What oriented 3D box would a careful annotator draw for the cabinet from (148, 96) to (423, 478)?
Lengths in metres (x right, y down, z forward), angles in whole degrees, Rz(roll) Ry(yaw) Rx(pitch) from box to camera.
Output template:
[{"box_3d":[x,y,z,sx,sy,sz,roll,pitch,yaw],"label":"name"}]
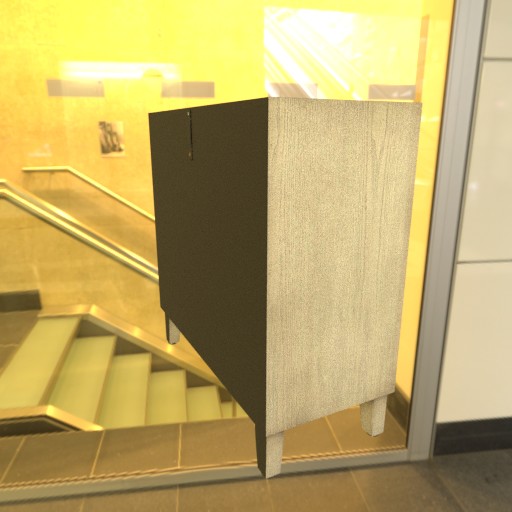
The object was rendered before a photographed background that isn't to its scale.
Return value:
[{"box_3d":[0.000,0.000,1.249,0.370,0.787,0.781,-8,18,-26],"label":"cabinet"}]
